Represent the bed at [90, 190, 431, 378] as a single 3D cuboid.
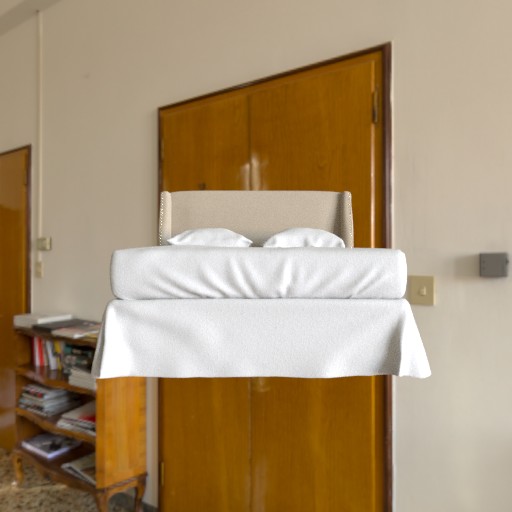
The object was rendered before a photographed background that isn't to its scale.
[{"bbox_3d":[0.000,0.000,3.426,1.925,1.332,2.276,0,0,0],"label":"bed"}]
